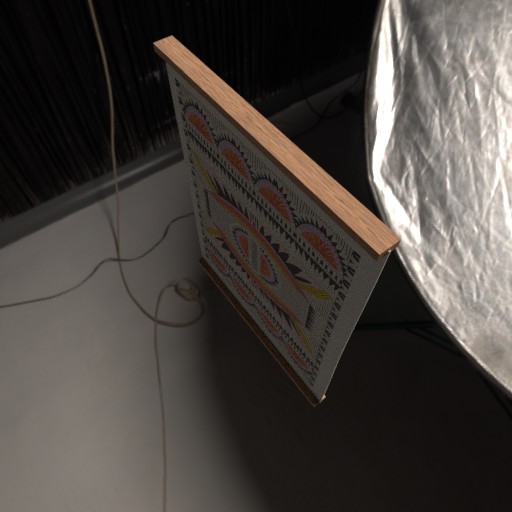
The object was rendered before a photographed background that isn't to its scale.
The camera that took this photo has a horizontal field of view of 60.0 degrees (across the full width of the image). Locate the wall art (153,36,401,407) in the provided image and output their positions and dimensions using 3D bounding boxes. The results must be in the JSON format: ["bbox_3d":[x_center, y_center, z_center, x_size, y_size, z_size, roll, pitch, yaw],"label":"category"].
[{"bbox_3d":[0.000,0.000,0.702,0.028,0.527,0.403,-32,63,-19],"label":"wall art"}]
